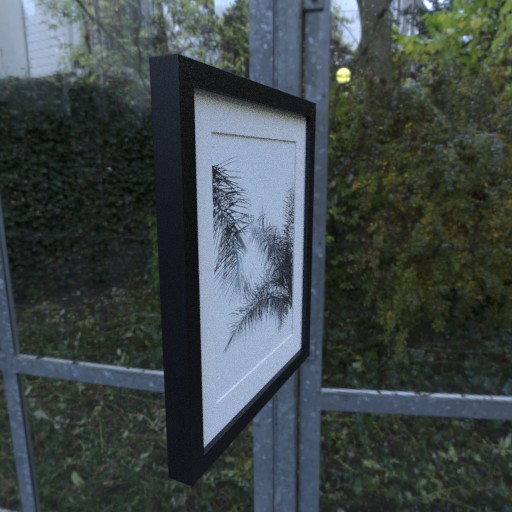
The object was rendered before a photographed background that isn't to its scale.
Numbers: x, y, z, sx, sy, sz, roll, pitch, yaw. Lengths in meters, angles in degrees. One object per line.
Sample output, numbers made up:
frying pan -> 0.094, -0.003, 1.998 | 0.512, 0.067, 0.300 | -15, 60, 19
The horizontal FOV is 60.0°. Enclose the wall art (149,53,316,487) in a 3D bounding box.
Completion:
wall art -> 0.000, 0.000, 0.527 | 0.028, 0.380, 0.325 | 6, 13, 26
